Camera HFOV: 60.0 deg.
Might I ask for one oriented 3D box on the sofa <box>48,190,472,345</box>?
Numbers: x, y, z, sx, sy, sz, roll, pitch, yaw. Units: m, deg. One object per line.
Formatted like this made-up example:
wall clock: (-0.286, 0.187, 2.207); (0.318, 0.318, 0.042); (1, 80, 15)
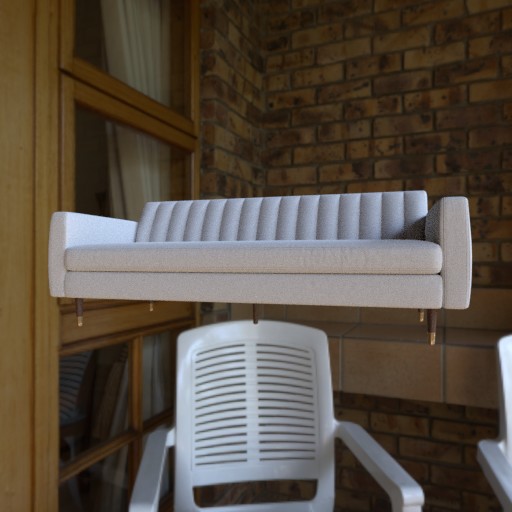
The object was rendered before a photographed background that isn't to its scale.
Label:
sofa: (0.000, 0.000, 2.682); (2.291, 0.821, 0.990); (0, 0, 17)
